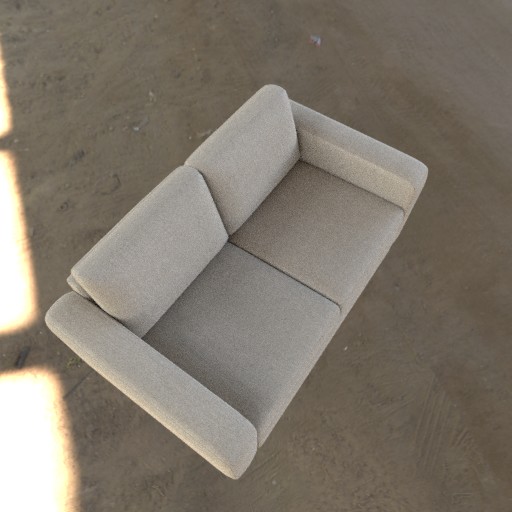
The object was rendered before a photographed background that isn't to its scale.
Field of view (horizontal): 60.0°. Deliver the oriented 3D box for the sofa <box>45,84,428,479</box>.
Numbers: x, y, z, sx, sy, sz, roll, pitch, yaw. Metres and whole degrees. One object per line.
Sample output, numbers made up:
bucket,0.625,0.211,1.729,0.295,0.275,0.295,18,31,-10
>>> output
sofa,0.000,0.000,1.970,0.900,0.800,1.540,31,64,17
